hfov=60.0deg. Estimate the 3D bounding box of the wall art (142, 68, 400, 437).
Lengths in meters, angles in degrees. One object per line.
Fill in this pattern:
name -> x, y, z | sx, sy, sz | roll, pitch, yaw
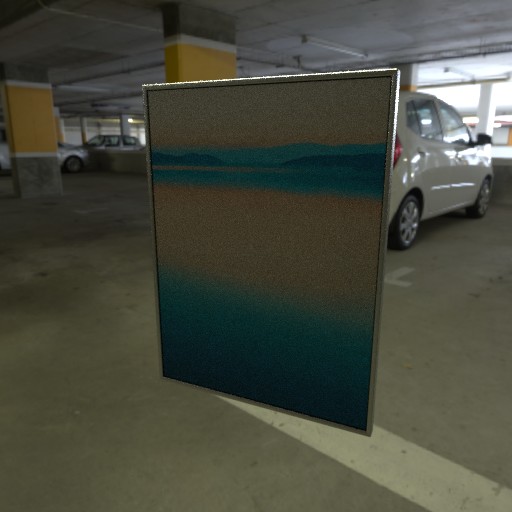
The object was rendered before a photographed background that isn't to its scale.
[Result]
wall art -> 0.000, 0.000, 1.418 | 0.801, 1.062, 0.037 | 7, 16, 25
